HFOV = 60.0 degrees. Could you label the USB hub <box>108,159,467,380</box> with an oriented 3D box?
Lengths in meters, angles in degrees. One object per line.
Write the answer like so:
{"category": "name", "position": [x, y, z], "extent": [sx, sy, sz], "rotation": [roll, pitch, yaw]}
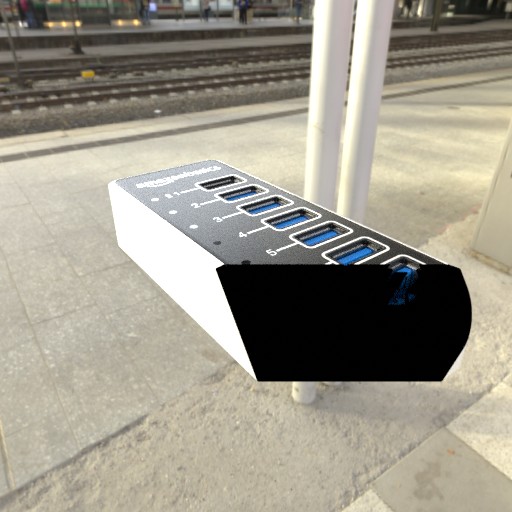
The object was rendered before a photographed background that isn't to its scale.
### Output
{"category": "USB hub", "position": [0.000, 0.000, 0.126], "extent": [0.044, 0.023, 0.110], "rotation": [-21, 36, -32]}
